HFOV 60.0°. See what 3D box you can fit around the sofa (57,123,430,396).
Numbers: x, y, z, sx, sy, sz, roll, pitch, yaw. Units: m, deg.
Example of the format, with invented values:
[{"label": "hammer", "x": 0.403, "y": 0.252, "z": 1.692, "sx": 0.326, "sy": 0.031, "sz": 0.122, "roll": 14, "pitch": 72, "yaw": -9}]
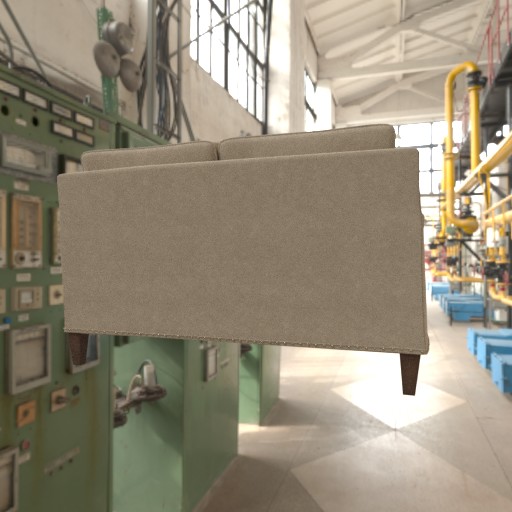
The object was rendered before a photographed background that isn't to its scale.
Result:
[{"label": "sofa", "x": 0.000, "y": 0.000, "z": 2.210, "sx": 1.597, "sy": 1.002, "sz": 1.084, "roll": 0, "pitch": -1, "yaw": 18}]
